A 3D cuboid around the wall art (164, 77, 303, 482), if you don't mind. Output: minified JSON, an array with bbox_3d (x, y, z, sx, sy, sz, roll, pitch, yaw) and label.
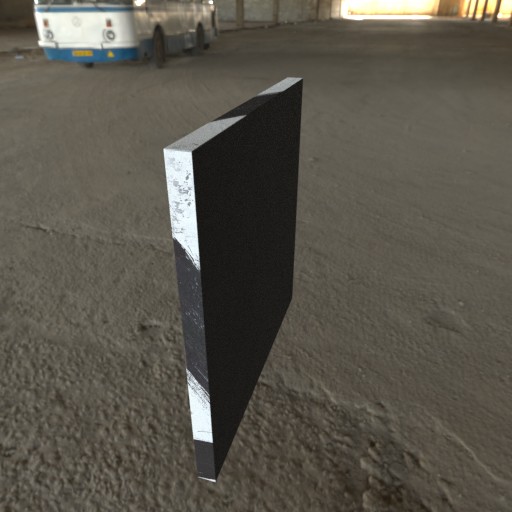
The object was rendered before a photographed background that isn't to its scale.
[{"bbox_3d":[0.000,0.000,1.145,0.046,0.765,0.765,9,31,15],"label":"wall art"}]
